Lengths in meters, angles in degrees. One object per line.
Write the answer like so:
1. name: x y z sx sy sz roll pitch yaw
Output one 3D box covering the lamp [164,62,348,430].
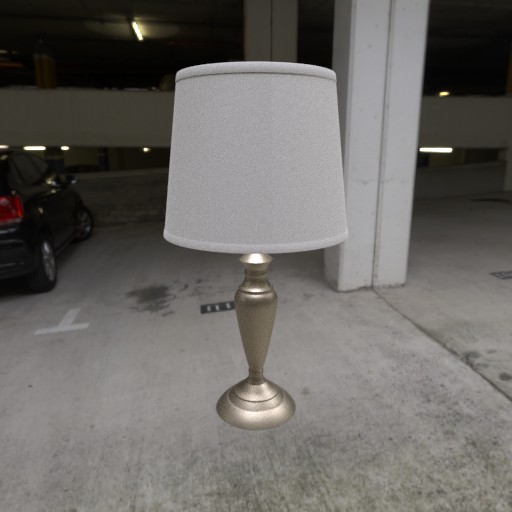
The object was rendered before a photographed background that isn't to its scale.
1. lamp: 0.000 0.000 0.814 0.328 0.619 0.328 0 14 0
